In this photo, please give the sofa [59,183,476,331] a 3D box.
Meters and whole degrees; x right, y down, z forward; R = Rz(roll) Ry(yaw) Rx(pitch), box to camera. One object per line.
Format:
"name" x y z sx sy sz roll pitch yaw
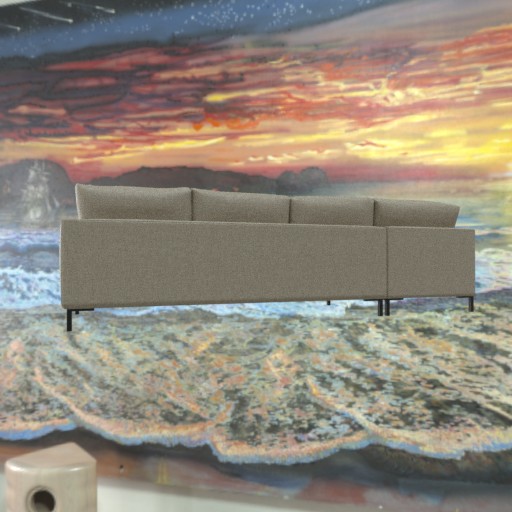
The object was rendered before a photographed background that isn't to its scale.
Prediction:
"sofa" 0.000 0.000 3.130 2.423 0.703 1.617 0 -1 -19
